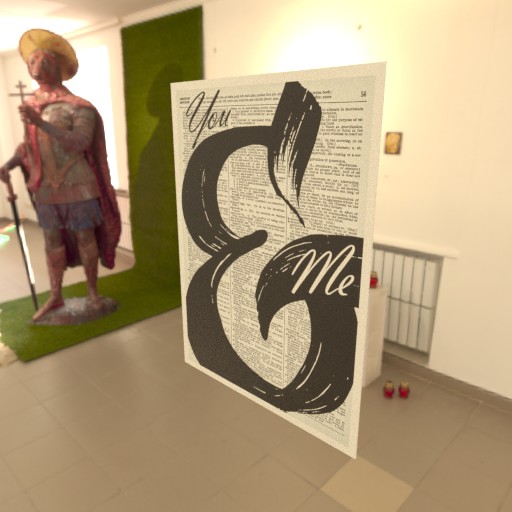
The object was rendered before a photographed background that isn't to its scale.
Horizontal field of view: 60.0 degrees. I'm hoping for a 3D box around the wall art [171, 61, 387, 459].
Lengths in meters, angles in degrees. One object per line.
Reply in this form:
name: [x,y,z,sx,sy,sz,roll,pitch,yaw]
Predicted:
wall art: [0.000,0.000,0.800,0.457,0.609,0.003,15,22,41]
